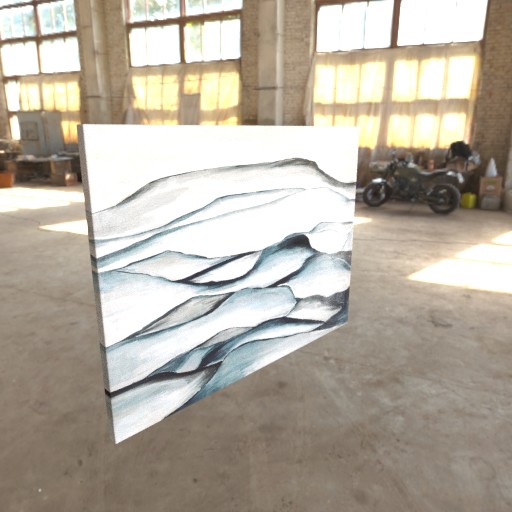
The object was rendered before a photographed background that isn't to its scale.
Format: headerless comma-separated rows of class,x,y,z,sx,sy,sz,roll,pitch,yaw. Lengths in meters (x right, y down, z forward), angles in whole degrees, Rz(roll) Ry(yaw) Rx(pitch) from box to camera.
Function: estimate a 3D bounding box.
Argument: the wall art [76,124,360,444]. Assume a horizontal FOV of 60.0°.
wall art,0.000,0.000,1.620,1.219,0.915,0.039,-15,22,-43
